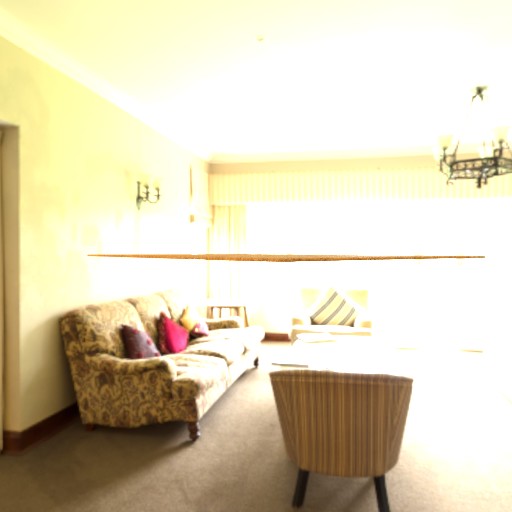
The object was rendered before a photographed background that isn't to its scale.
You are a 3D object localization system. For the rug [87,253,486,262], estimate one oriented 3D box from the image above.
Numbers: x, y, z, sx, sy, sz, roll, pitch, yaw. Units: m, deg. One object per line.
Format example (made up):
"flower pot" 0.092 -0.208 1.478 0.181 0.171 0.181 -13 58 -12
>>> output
"rug" 0.000 0.000 2.959 1.528 0.014 2.292 -1 1 -37
